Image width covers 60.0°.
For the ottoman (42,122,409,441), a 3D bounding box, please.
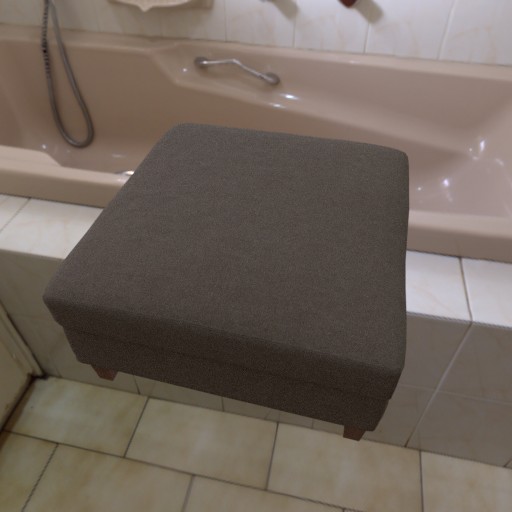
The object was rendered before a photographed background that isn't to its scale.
[{"bbox_3d":[0.000,0.000,1.395,0.861,0.482,0.881,10,45,10],"label":"ottoman"}]
